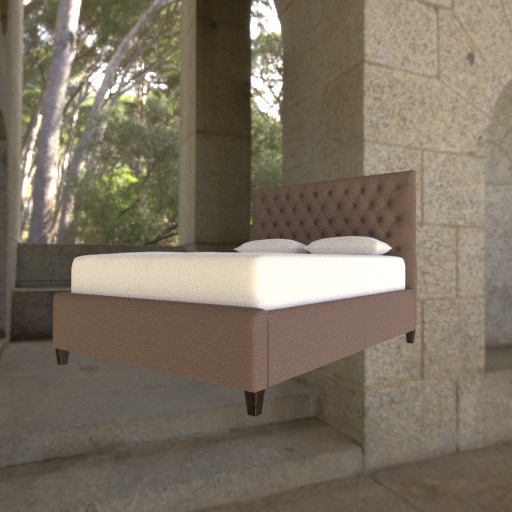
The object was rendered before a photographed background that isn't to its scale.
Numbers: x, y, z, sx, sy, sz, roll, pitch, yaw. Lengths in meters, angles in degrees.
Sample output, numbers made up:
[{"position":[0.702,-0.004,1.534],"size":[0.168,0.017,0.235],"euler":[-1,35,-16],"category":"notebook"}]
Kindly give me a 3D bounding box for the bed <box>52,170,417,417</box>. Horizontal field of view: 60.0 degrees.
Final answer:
[{"position":[0.000,0.000,3.288],"size":[1.696,1.426,2.233],"euler":[0,-1,37],"category":"bed"}]
